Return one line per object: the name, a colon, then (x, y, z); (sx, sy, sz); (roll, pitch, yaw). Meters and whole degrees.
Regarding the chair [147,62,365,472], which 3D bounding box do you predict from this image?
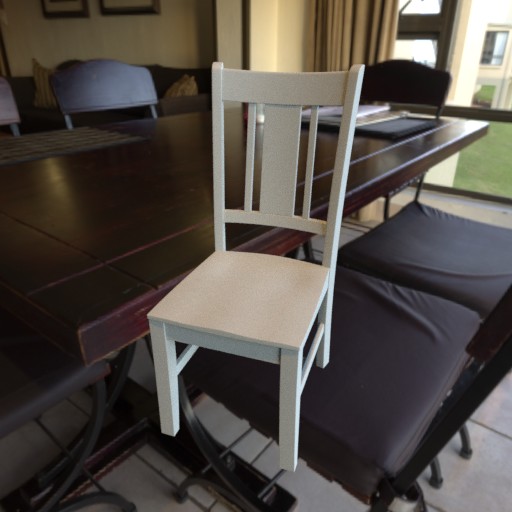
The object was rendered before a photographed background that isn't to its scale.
chair: (0.000, 0.000, 1.275); (0.450, 0.998, 0.555); (9, 27, 17)
